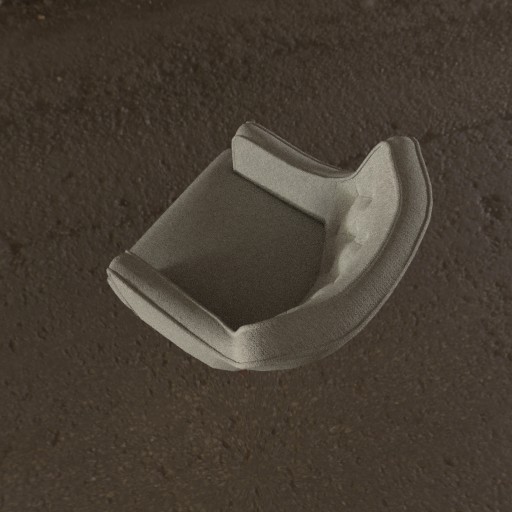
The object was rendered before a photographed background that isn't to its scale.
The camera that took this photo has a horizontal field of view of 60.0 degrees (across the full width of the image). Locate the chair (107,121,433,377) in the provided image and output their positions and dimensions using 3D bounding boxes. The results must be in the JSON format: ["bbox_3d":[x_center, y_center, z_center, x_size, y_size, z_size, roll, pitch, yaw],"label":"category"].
[{"bbox_3d":[0.000,0.000,1.589,0.910,0.920,0.820,32,68,15],"label":"chair"}]
